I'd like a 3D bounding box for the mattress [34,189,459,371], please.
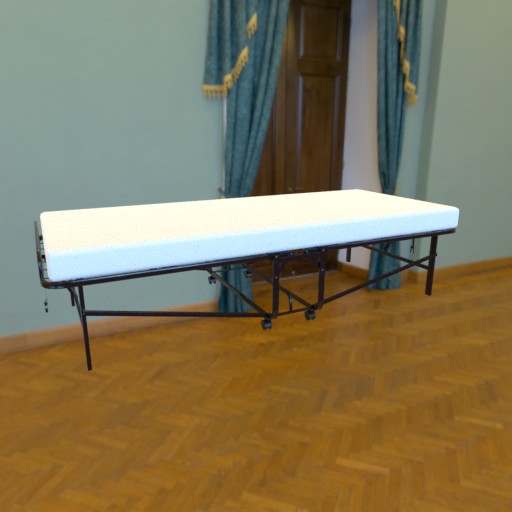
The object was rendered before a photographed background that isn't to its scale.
[{"bbox_3d":[0.000,0.000,2.449,2.153,0.519,0.922,-8,18,-25],"label":"mattress"}]
